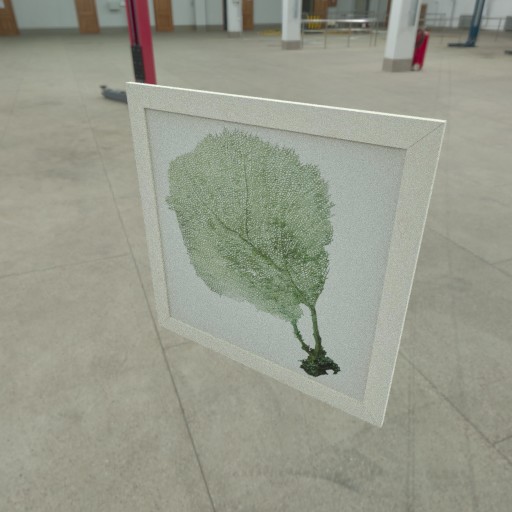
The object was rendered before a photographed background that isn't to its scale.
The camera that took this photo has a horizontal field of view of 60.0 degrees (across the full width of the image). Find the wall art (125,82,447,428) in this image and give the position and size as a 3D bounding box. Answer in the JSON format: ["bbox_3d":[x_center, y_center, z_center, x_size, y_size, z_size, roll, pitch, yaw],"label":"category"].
[{"bbox_3d":[0.000,0.000,0.859,0.584,0.584,0.013,18,34,28],"label":"wall art"}]
